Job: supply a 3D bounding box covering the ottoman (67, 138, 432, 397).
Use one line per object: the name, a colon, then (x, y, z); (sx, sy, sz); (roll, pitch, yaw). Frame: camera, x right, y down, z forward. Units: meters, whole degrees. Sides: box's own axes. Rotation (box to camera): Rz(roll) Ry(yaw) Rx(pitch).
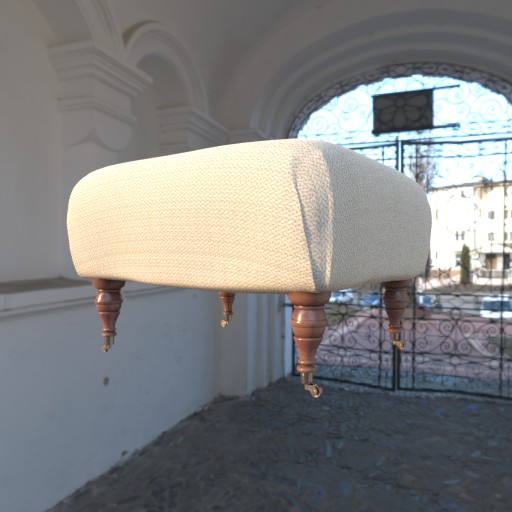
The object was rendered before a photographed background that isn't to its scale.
ottoman: (0.000, 0.000, 1.056); (0.684, 0.447, 0.622); (0, 1, 36)
